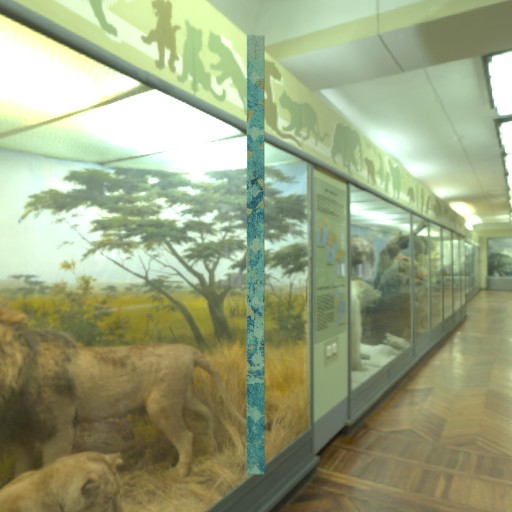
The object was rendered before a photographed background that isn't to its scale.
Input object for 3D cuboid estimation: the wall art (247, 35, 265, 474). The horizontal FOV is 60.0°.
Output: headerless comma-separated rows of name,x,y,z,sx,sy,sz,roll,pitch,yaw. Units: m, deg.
wall art,0.000,0.000,1.380,0.040,0.916,0.916,0,-1,0
